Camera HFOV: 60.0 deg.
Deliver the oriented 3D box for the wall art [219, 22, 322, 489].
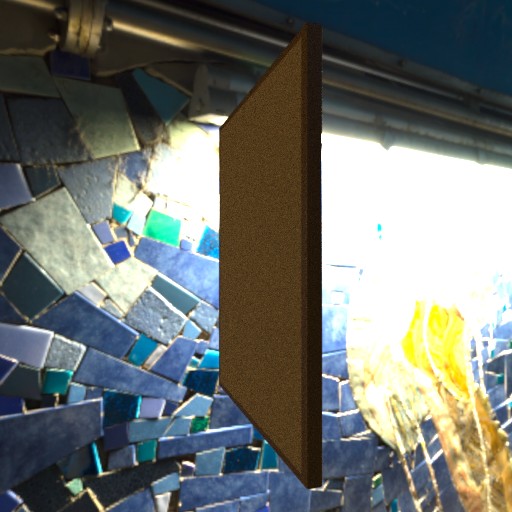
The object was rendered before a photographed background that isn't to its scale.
[{"bbox_3d":[0.000,0.000,0.736,0.021,0.550,0.449,0,0,-18],"label":"wall art"}]
